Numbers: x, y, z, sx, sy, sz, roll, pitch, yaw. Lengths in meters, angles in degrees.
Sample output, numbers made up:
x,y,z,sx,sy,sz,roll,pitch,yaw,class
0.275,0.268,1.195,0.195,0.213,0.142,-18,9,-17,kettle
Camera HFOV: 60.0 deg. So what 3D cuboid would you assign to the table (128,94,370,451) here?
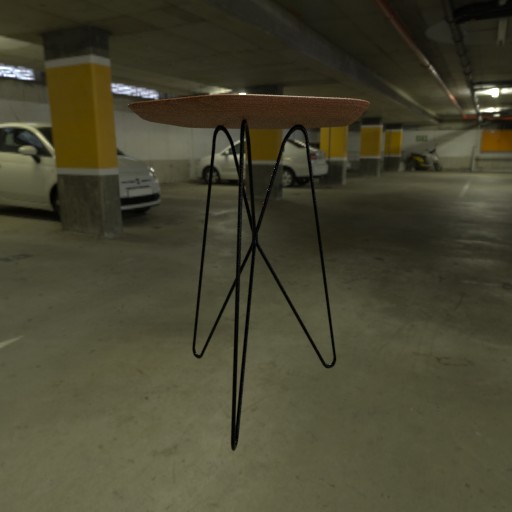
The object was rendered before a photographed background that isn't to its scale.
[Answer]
x,y,z,sx,sy,sz,roll,pitch,yaw,class
0.000,0.000,0.896,0.400,0.562,0.500,2,14,9,table
